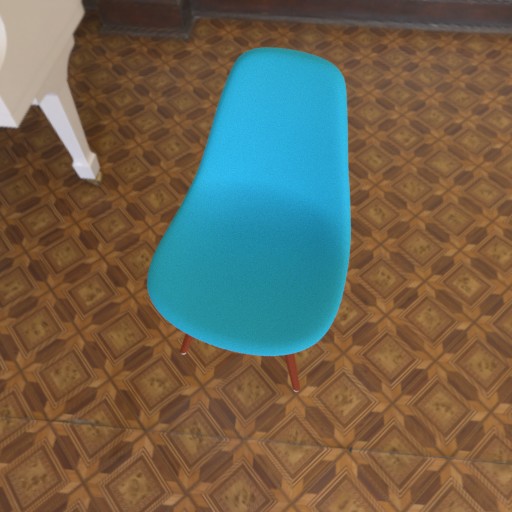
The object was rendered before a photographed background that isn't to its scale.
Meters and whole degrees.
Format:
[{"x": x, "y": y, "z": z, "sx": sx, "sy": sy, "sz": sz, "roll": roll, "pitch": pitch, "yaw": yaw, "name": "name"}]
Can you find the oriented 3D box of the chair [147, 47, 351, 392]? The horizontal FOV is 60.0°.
[{"x": 0.000, "y": 0.000, "z": 1.148, "sx": 0.470, "sy": 0.826, "sz": 0.533, "roll": 15, "pitch": 59, "yaw": 10, "name": "chair"}]
